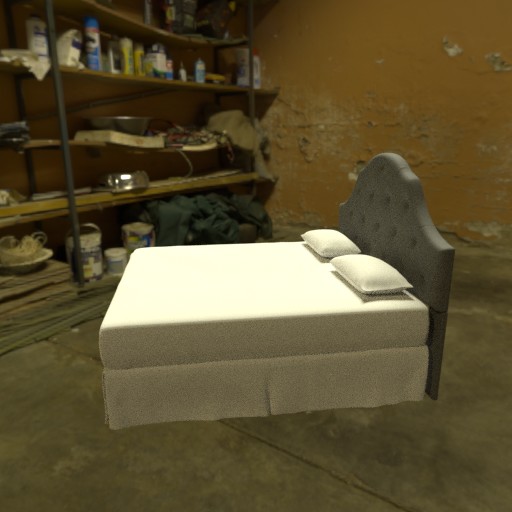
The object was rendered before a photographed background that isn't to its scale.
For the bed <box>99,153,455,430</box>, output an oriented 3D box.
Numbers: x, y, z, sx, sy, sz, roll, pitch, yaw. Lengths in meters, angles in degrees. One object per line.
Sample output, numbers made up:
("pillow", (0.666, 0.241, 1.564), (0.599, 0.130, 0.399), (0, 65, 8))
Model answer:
("bed", (0.000, 0.000, 3.589), (2.214, 1.615, 2.008), (-2, 15, -8))
